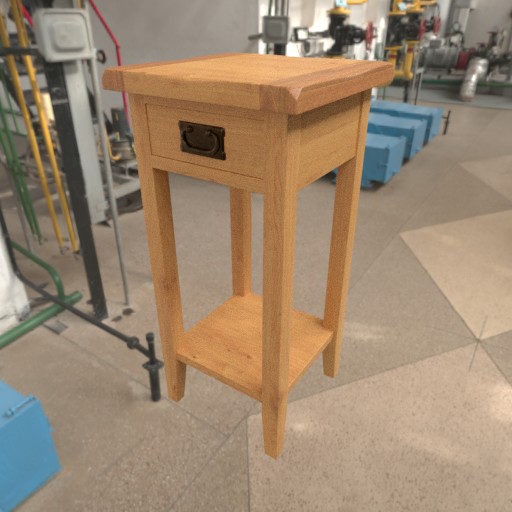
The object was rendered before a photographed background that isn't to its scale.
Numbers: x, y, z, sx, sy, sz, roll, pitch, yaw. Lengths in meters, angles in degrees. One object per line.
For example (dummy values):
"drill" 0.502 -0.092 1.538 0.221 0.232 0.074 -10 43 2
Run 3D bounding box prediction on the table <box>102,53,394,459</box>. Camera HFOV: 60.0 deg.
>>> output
"table" 0.000 0.000 0.930 0.360 0.740 0.360 18 34 29
